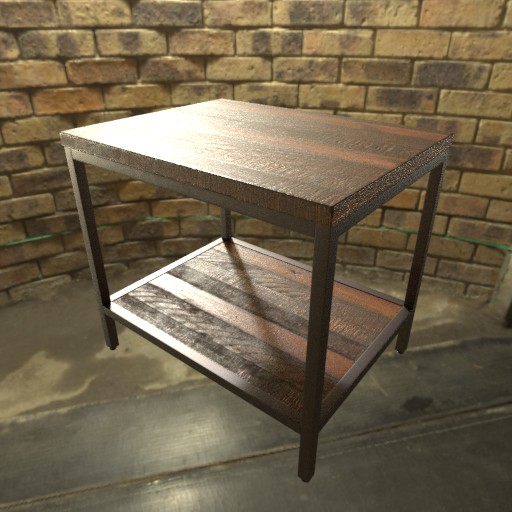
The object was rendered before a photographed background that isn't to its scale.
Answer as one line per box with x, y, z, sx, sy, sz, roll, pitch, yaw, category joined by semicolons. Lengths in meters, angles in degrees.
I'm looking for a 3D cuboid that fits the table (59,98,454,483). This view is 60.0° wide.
0.000;0.000;1.106;0.678;0.612;0.524;21;35;33;table
